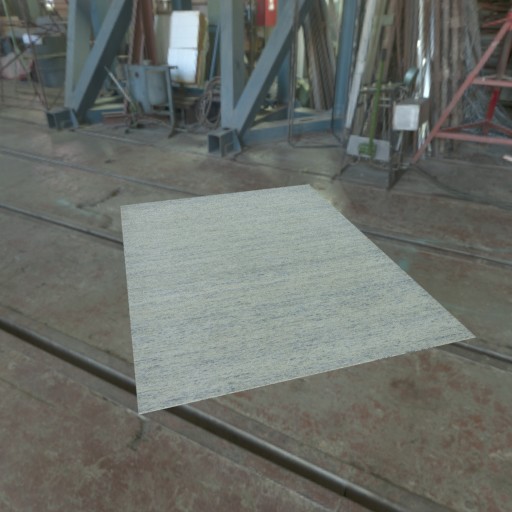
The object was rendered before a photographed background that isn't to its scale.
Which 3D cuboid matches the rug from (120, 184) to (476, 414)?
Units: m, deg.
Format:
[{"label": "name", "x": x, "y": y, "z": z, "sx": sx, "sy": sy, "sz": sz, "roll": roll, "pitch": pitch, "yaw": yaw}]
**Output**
[{"label": "rug", "x": 0.000, "y": 0.000, "z": 4.299, "sx": 2.438, "sy": 0.006, "sz": 3.197, "roll": -9, "pitch": 32, "yaw": -14}]
